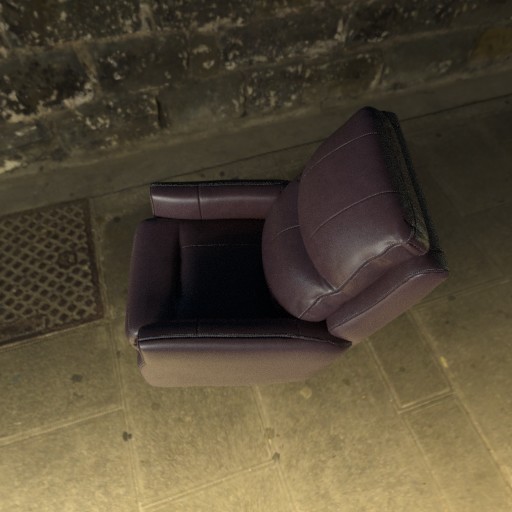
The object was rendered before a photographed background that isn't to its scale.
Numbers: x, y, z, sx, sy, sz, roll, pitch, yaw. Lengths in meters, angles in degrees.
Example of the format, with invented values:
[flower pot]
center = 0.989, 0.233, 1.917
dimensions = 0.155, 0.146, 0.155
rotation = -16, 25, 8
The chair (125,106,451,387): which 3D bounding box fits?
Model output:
[chair]
center = 0.000, 0.000, 1.774
dimensions = 1.080, 1.030, 0.829
rotation = -3, 58, -2
